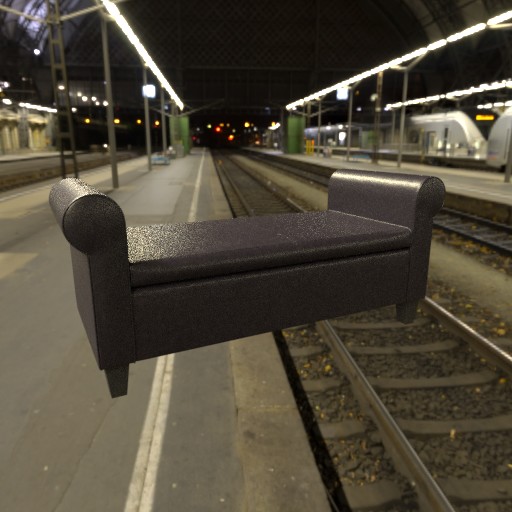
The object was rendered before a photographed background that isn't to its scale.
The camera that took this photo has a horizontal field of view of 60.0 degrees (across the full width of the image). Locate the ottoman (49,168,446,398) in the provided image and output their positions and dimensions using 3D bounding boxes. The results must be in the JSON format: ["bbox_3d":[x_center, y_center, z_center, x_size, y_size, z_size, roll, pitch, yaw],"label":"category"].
[{"bbox_3d":[0.000,0.000,1.554,1.256,0.547,0.521,-7,16,-26],"label":"ottoman"}]
